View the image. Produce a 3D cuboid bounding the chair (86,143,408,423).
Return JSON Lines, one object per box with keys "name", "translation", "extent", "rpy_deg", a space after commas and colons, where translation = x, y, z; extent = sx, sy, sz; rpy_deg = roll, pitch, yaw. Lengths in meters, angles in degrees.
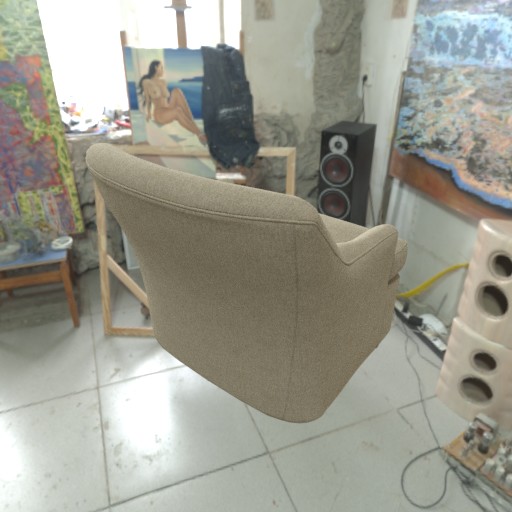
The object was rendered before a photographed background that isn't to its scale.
{"name": "chair", "translation": [0.000, 0.000, 1.582], "extent": [0.864, 0.856, 0.923], "rpy_deg": [22, 36, 34]}
